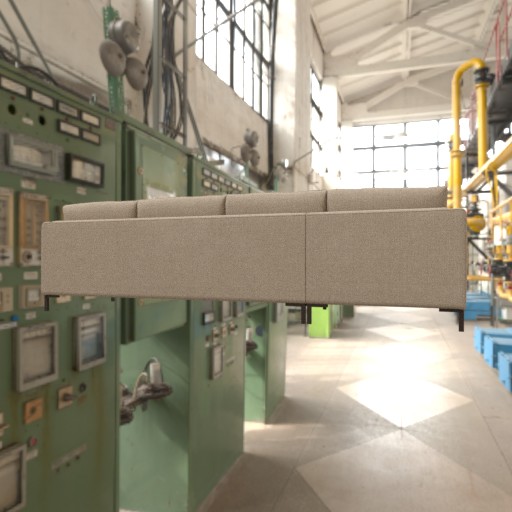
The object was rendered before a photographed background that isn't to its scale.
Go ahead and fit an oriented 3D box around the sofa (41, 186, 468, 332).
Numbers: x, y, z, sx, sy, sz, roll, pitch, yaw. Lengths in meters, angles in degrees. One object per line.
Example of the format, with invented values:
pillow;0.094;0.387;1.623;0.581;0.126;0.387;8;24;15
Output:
sofa;0.000;0.000;3.484;2.923;0.816;1.469;0;0;19
